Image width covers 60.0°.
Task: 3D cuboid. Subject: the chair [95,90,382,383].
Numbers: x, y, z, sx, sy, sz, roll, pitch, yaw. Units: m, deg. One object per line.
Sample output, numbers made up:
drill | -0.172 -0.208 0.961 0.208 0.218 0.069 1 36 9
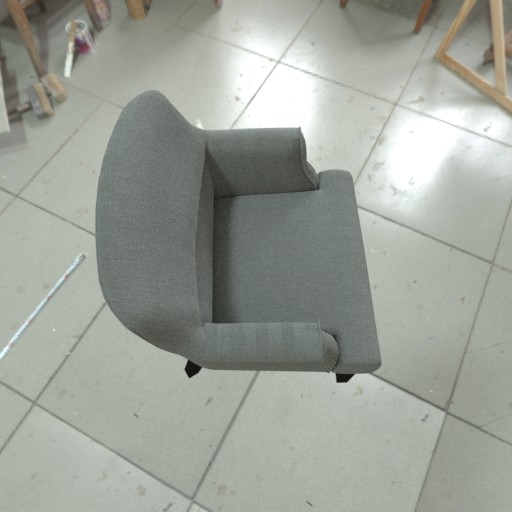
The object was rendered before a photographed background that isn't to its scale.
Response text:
chair | 0.000 0.000 1.440 0.755 0.880 0.772 -2 64 -1
